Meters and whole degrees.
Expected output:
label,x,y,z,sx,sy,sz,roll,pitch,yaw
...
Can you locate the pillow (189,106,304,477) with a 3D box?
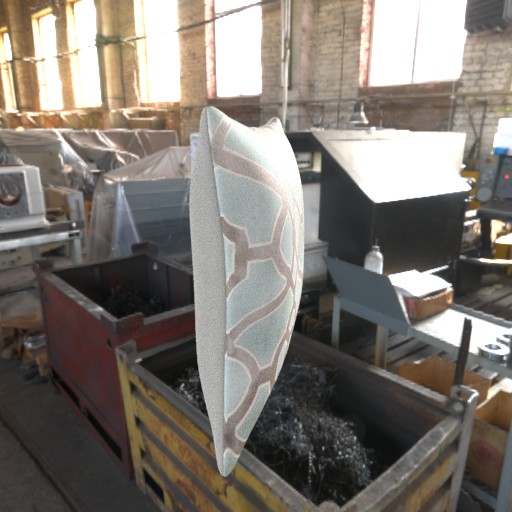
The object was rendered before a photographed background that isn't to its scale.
label,x,y,z,sx,sy,sz,roll,pitch,yaw
pillow,0.000,0.000,0.827,0.166,0.508,0.552,3,16,10
